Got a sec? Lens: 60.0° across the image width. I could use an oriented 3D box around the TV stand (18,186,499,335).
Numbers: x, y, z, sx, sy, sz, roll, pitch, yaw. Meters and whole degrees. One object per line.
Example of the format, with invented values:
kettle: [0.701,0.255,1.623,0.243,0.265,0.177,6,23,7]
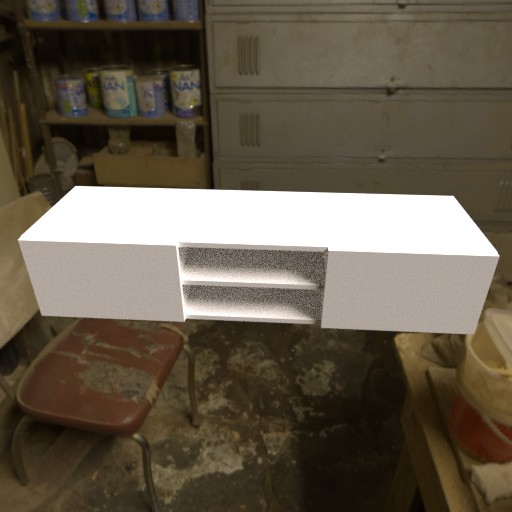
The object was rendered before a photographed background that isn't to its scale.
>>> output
TV stand: [0.000,0.000,1.541,1.400,0.310,0.420,2,31,3]
